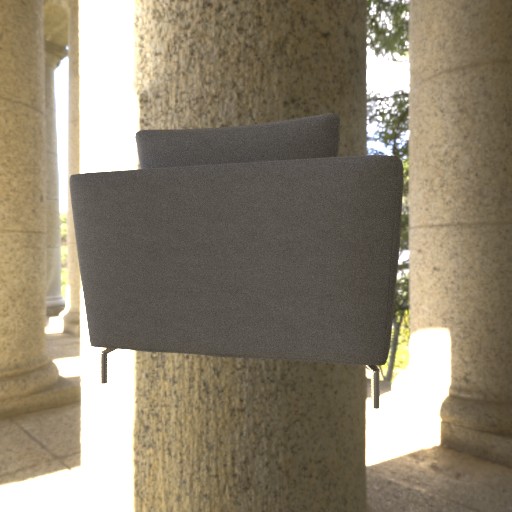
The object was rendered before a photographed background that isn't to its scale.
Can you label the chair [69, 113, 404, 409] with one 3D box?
[{"bbox_3d":[0.000,0.000,1.688,1.041,0.864,0.889,0,0,16],"label":"chair"}]
